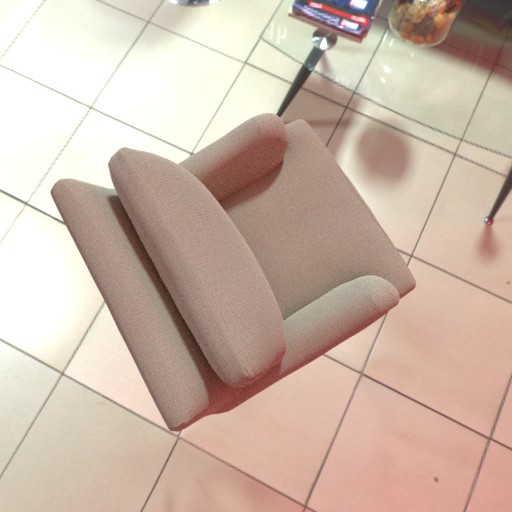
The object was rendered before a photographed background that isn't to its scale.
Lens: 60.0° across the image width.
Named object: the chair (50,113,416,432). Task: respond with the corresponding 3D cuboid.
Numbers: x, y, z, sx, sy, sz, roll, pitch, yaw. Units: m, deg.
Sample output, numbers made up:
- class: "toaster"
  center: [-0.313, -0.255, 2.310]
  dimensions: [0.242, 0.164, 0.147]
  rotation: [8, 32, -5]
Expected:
- class: "chair"
  center: [0.000, 0.000, 1.856]
  dimensions: [1.070, 1.038, 0.955]
  rotation: [-30, 77, -7]
